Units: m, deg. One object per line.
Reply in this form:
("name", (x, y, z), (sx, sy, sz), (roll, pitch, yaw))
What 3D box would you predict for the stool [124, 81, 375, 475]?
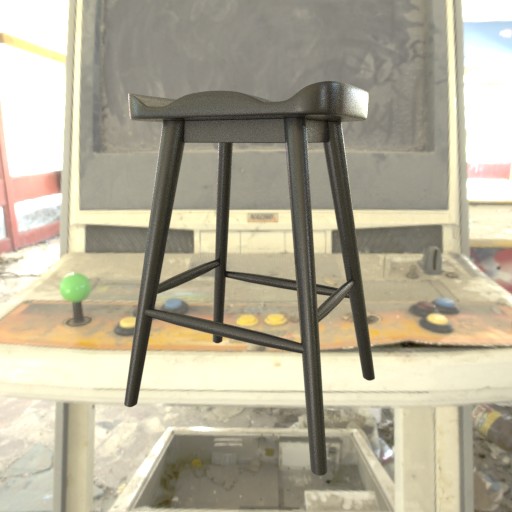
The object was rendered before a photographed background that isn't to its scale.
("stool", (0.000, 0.000, 0.896), (0.440, 0.615, 0.361), (8, 17, 27))
